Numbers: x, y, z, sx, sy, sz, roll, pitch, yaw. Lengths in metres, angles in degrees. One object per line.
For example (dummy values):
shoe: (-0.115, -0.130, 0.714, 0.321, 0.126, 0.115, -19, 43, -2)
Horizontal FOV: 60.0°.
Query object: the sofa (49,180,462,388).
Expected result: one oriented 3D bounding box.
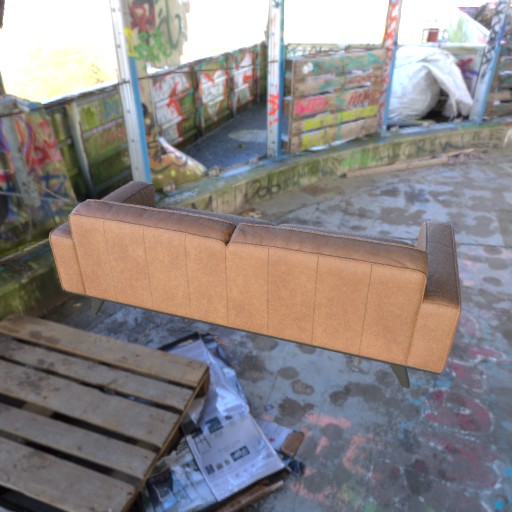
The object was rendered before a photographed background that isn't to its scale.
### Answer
sofa: (0.000, 0.000, 2.723, 2.270, 0.780, 0.953, 10, 32, 16)
